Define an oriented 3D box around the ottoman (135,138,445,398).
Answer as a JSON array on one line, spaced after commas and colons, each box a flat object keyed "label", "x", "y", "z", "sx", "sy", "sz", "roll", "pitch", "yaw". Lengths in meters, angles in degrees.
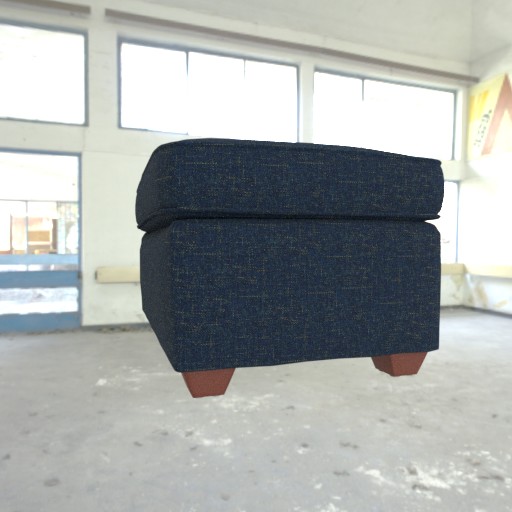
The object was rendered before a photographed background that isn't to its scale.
[{"label": "ottoman", "x": 0.000, "y": 0.000, "z": 1.093, "sx": 0.549, "sy": 0.450, "sz": 0.749, "roll": 0, "pitch": 1, "yaw": -18}]
